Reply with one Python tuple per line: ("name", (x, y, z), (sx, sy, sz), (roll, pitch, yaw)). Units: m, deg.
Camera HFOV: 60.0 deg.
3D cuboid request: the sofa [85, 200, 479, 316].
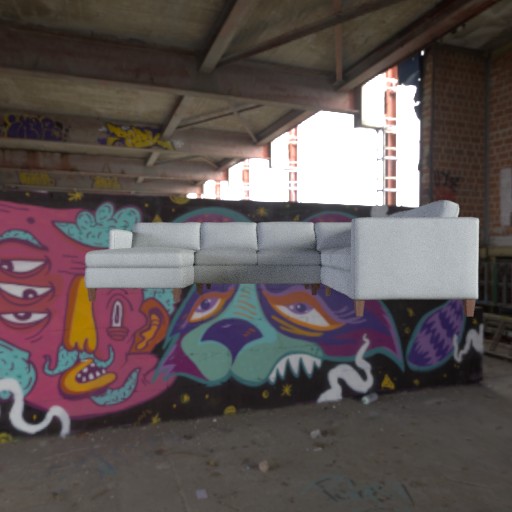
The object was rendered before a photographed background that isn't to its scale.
("sofa", (0.000, 0.000, 4.399), (3.238, 0.853, 2.551), (0, 0, 1))
